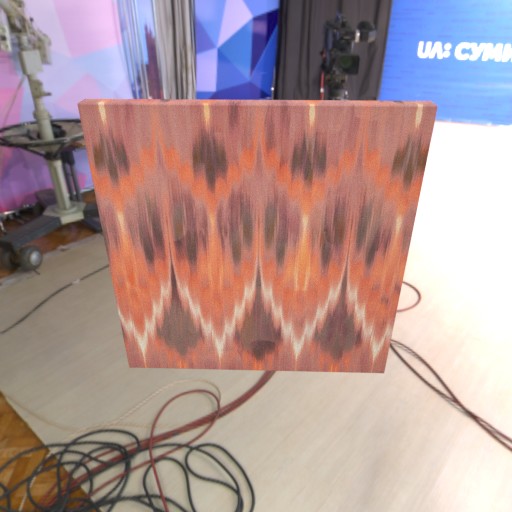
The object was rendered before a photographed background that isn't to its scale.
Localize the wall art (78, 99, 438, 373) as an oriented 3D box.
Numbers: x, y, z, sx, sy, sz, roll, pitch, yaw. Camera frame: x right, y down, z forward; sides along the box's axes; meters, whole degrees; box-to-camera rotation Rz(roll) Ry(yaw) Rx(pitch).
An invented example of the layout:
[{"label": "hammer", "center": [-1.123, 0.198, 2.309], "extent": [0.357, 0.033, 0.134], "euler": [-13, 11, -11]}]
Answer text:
[{"label": "wall art", "center": [0.000, 0.000, 0.909], "extent": [0.603, 0.609, 0.037], "euler": [1, 30, 2]}]
